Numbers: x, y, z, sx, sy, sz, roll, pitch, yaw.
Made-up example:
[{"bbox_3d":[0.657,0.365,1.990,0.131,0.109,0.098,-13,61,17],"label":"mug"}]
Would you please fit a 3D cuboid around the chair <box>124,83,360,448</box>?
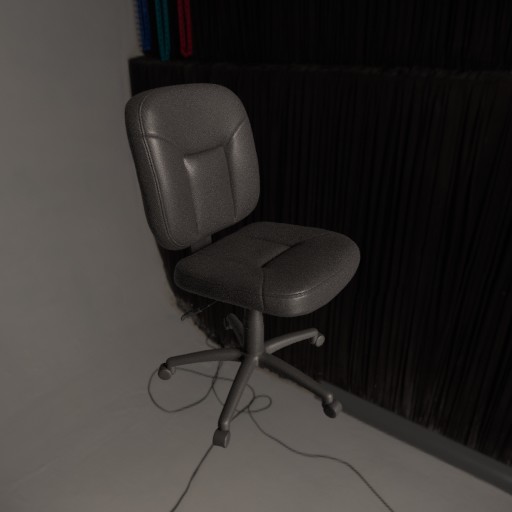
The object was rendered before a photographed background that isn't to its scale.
[{"bbox_3d":[0.000,0.000,1.363,0.646,0.959,0.647,17,31,31],"label":"chair"}]
